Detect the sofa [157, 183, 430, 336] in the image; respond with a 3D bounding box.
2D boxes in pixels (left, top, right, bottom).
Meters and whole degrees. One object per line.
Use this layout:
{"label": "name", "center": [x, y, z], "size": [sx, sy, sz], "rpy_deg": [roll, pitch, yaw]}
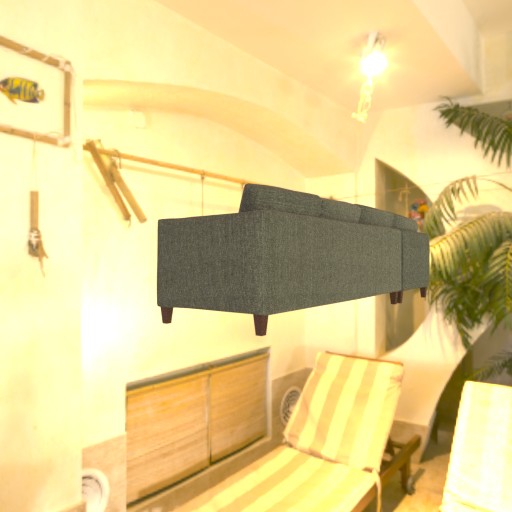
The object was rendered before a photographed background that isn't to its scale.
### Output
{"label": "sofa", "center": [0.000, 0.000, 4.559], "size": [2.593, 0.947, 3.302], "rpy_deg": [0, 0, 37]}
